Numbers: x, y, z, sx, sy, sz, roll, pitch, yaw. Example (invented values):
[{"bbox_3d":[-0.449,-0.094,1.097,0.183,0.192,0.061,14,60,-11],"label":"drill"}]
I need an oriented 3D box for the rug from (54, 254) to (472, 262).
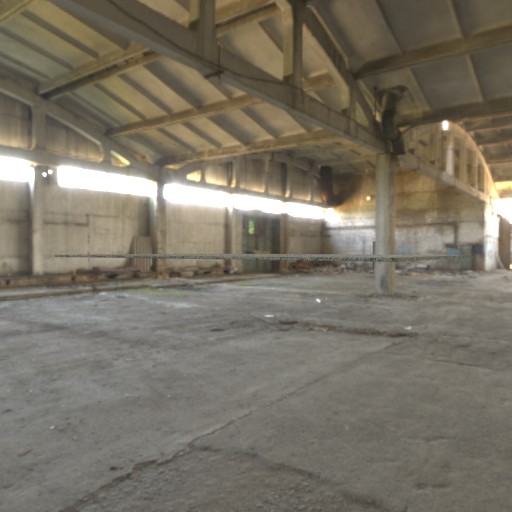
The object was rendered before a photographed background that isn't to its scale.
[{"bbox_3d":[0.000,0.000,3.035,2.439,0.015,1.524,0,1,36],"label":"rug"}]
